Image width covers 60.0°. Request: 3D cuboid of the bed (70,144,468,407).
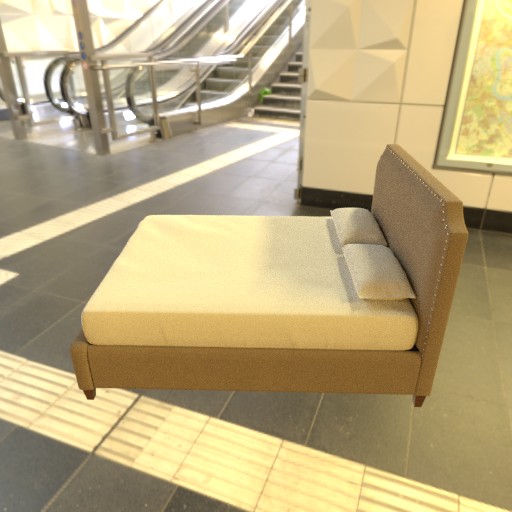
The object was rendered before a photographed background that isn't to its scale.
[{"bbox_3d":[0.000,0.000,3.410,2.329,1.415,1.703,1,27,2],"label":"bed"}]
